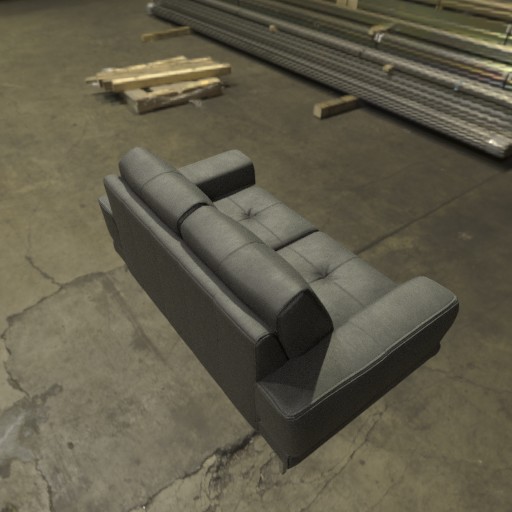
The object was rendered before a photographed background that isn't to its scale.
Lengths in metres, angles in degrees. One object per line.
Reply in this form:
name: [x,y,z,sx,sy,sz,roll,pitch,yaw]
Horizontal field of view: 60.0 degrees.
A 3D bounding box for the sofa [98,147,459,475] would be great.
sofa: [0.000,0.000,2.338,1.018,0.907,1.806,-26,48,-27]
